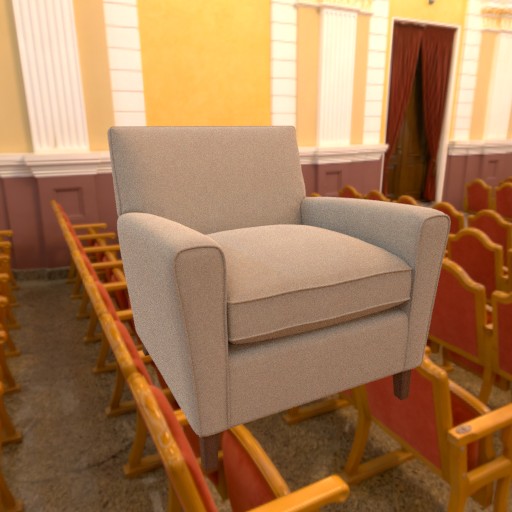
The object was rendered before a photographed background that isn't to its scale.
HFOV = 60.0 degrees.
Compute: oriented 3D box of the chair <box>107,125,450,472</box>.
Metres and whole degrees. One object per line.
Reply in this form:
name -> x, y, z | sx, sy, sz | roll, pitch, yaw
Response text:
chair -> 0.000, 0.000, 1.513 | 0.840, 0.846, 0.871 | -8, 19, -26
